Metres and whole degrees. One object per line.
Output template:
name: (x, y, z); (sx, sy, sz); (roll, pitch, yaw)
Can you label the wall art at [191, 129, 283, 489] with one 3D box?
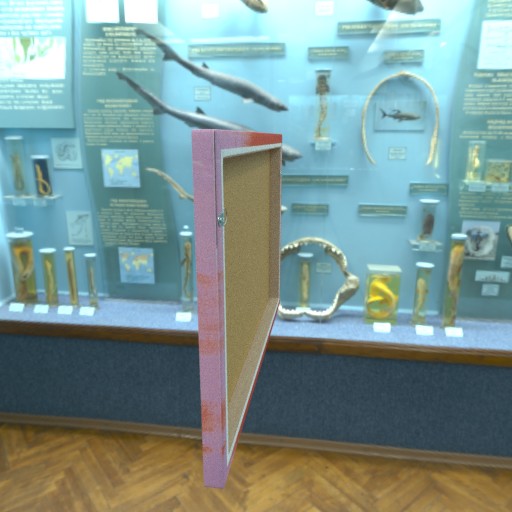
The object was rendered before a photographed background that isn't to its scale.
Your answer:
wall art: (0.000, 0.000, 1.135); (0.040, 0.609, 0.913); (2, 15, 9)
